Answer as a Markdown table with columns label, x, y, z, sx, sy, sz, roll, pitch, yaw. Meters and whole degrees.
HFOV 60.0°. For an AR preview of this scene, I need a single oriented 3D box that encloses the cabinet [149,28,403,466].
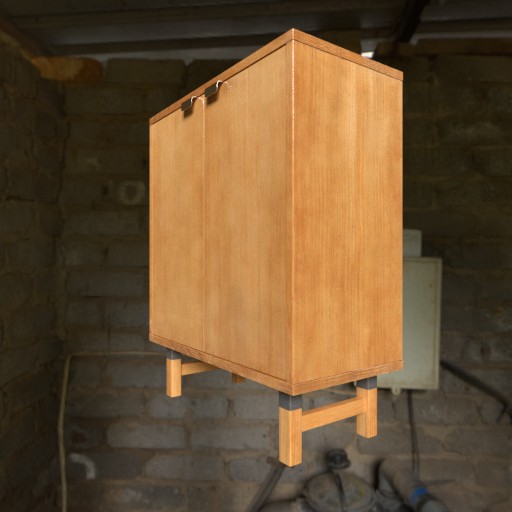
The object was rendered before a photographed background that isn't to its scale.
| label | x | y | z | sx | sy | sz | roll | pitch | yaw |
| --- | --- | --- | --- | --- | --- | --- | --- | --- | --- |
| cabinet | 0.000 | 0.000 | 1.409 | 0.419 | 1.001 | 0.800 | 0 | 0 | -36 |
